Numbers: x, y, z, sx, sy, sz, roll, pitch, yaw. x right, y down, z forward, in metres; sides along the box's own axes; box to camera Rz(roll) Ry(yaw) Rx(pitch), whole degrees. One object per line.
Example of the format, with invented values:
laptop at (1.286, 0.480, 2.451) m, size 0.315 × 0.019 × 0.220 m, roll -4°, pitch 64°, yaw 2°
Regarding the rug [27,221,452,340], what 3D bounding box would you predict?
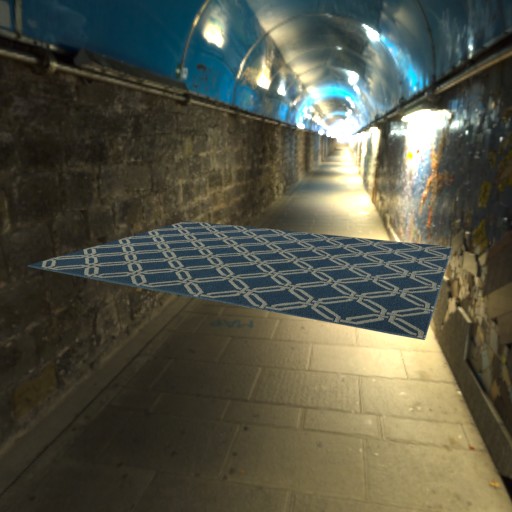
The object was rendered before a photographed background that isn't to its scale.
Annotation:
rug at (0.000, 0.000, 4.273) m, size 3.342 × 0.018 × 2.432 m, roll 7°, pitch 17°, yaw 25°
